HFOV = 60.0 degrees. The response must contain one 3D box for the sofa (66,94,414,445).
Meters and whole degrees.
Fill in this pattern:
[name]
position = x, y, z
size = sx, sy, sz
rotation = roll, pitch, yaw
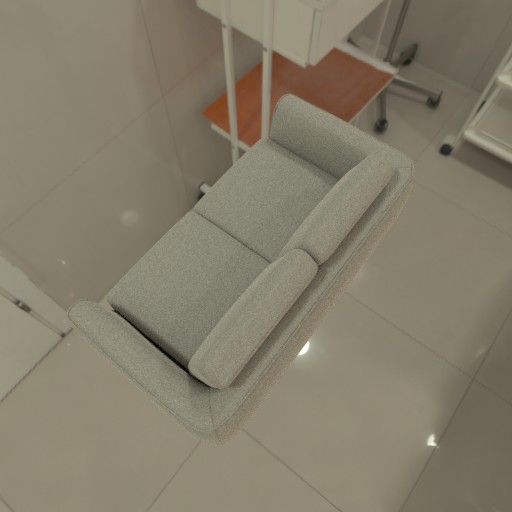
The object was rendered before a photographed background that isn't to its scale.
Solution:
[sofa]
position = 0.000, 0.000, 2.267
size = 0.920, 0.850, 1.700
rotation = 35, 69, 16
